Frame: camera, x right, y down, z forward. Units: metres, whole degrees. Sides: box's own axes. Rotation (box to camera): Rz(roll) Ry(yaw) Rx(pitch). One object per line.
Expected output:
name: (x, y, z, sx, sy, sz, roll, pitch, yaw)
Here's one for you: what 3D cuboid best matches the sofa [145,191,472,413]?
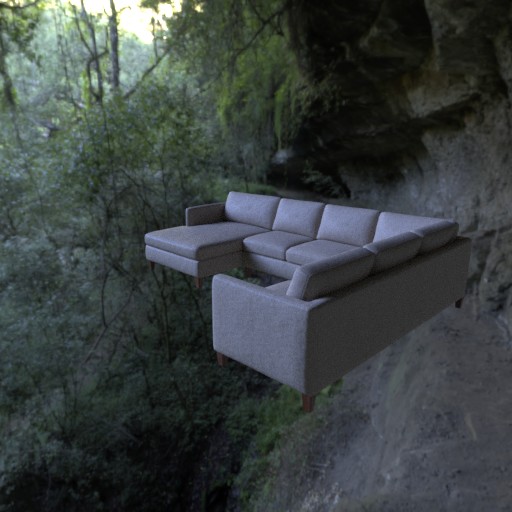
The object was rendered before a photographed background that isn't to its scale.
sofa: (0.000, 0.000, 4.585, 3.403, 0.889, 2.551, 15, 21, 43)
